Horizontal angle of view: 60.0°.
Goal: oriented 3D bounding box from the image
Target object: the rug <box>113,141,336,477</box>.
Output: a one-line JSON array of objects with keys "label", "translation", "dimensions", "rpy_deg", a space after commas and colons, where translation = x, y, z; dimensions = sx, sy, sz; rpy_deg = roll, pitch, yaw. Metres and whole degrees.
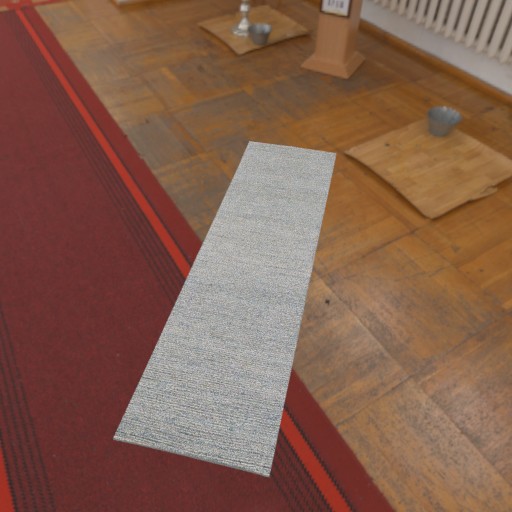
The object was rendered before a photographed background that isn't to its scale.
[{"label": "rug", "translation": [0.000, 0.000, 2.594], "dimensions": [0.675, 0.037, 2.341], "rpy_deg": [10, 48, 9]}]
